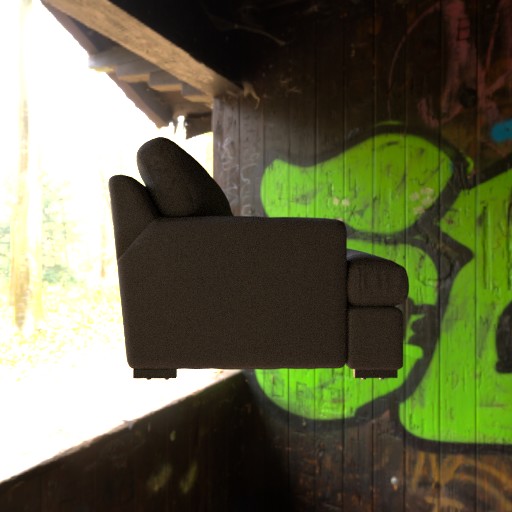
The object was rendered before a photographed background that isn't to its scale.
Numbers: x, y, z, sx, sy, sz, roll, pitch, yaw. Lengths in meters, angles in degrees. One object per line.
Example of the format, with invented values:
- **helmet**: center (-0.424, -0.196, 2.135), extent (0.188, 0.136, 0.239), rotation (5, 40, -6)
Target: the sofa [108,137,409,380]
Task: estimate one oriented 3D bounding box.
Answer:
- **sofa**: center (0.000, 0.000, 2.556), extent (1.143, 0.940, 1.880), rotation (0, 0, -1)
